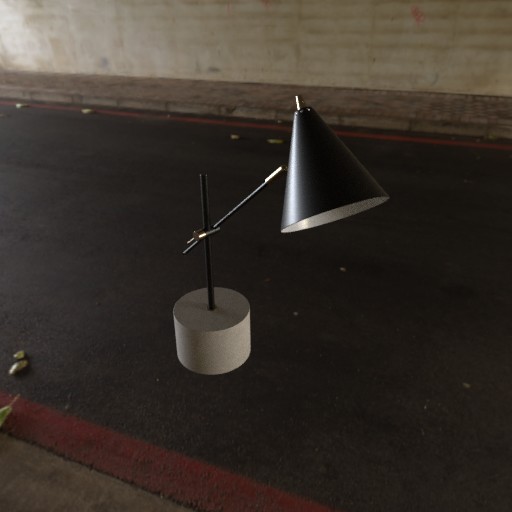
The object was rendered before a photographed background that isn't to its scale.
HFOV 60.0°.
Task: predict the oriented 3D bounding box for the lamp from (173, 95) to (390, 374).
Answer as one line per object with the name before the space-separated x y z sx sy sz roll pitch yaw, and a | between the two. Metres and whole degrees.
lamp | 0.000 0.000 0.747 0.214 0.518 0.403 -20 34 -31
